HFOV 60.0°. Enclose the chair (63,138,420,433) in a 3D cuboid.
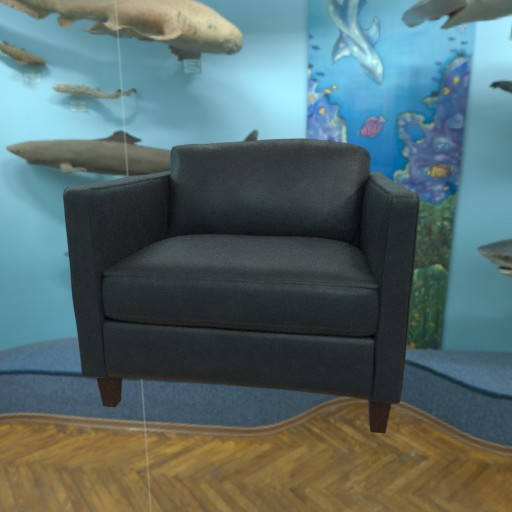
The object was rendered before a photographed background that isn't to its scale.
[{"bbox_3d":[0.000,0.000,1.567,0.939,0.811,0.862,2,14,9],"label":"chair"}]
